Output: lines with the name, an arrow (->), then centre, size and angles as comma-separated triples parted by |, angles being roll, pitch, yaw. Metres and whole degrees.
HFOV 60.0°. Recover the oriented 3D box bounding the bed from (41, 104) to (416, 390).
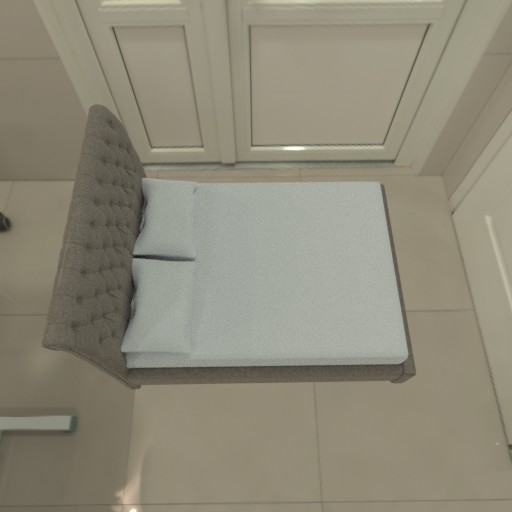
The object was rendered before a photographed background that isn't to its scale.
bed -> 0.000, 0.000, 3.231 | 2.252, 1.371, 1.645 | -1, 64, 0
